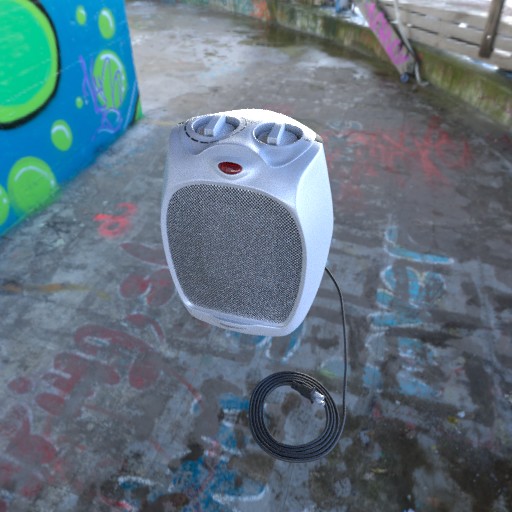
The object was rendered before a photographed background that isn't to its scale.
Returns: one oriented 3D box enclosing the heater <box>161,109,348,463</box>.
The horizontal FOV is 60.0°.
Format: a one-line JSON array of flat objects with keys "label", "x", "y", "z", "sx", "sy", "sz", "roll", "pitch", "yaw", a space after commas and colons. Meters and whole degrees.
[{"label": "heater", "x": 0.000, "y": 0.000, "z": 0.458, "sx": 0.239, "sy": 0.240, "sz": 0.291, "roll": 11, "pitch": 43, "yaw": 12}]
